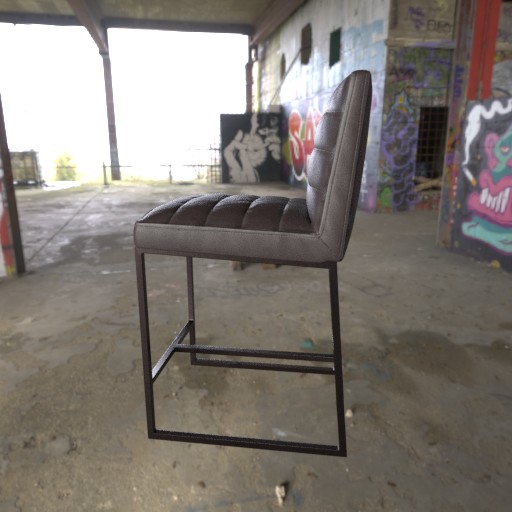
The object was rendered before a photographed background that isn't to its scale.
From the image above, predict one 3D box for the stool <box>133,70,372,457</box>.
[{"bbox_3d":[0.000,0.000,1.274,0.562,0.946,0.463,2,15,8],"label":"stool"}]
